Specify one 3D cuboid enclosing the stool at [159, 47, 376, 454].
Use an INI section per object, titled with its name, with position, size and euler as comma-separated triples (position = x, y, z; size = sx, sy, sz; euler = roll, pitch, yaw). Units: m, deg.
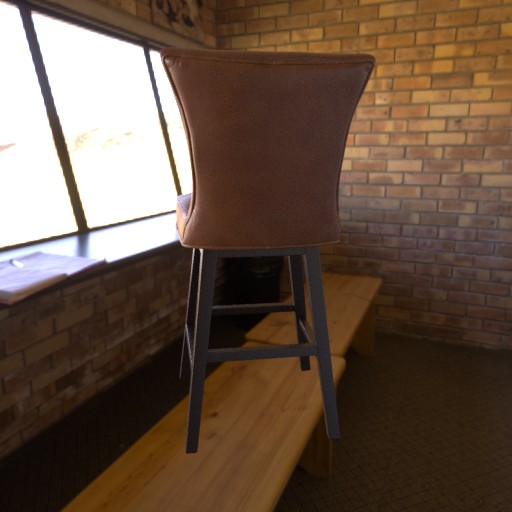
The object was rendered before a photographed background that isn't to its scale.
[stool]
position = 0.000, 0.000, 1.381
size = 0.522, 1.094, 0.585
euler = -2, 14, -8
